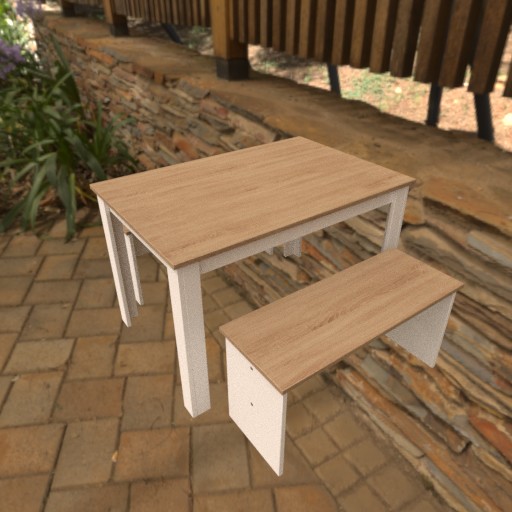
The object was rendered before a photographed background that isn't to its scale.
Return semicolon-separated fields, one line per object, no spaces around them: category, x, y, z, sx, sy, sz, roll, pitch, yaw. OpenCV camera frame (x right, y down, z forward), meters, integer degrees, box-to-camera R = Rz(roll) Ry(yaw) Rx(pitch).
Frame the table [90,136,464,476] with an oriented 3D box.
table;0.000;0.000;1.967;1.100;0.700;1.443;-21;37;-30
